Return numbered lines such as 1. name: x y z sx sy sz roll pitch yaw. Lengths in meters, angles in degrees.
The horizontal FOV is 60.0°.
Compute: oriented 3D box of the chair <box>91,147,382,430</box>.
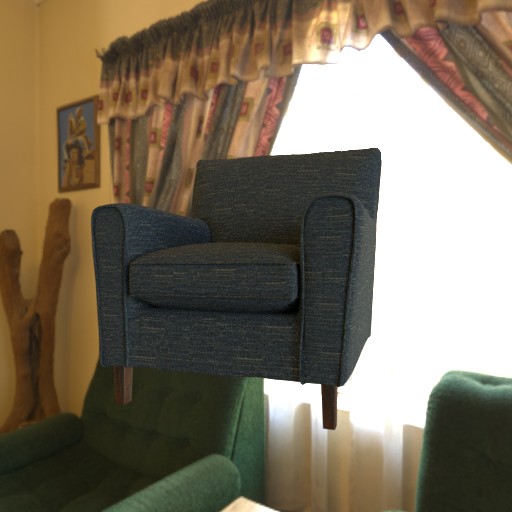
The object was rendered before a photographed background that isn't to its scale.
1. chair: 0.000 0.000 1.632 0.864 0.928 0.873 0 0 18
